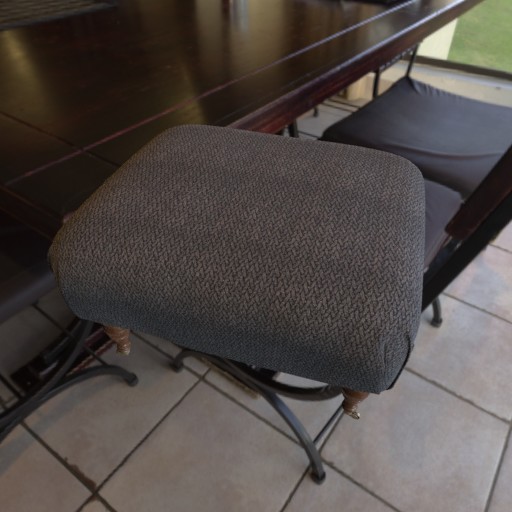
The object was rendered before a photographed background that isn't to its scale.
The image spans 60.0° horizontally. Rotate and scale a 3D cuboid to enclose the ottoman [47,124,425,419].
[{"bbox_3d":[0.000,0.000,1.097,0.747,0.450,0.622,11,42,13],"label":"ottoman"}]
